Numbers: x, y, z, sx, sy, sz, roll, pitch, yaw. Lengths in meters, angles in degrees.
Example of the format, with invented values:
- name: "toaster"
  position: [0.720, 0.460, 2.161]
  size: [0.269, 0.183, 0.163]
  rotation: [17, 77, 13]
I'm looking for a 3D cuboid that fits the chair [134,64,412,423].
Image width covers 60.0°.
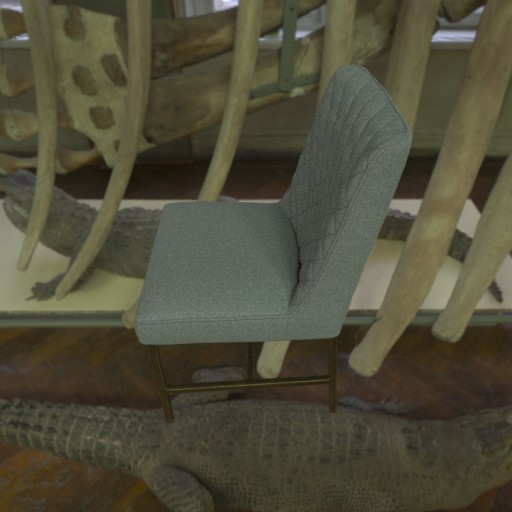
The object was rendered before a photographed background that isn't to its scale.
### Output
- name: "chair"
  position: [0.000, 0.000, 1.220]
  size: [0.587, 0.889, 0.508]
  rotation: [-1, 40, -1]
